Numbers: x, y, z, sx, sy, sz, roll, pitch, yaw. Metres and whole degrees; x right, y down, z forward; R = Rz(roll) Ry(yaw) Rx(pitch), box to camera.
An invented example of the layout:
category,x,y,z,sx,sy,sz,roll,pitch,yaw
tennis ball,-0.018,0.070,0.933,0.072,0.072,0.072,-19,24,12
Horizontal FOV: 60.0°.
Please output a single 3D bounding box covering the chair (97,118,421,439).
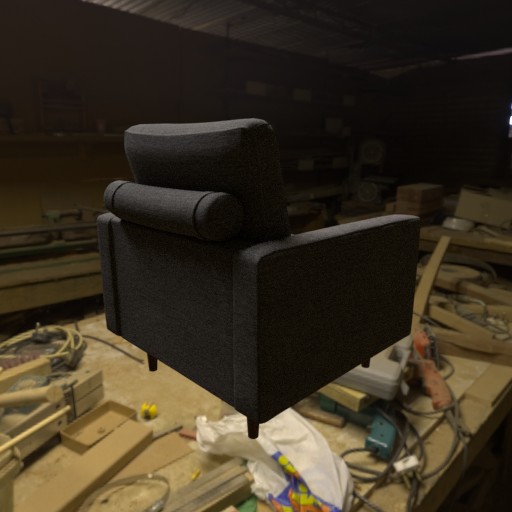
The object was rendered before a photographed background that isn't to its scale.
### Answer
category,x,y,z,sx,sy,sz,roll,pitch,yaw
chair,0.000,0.000,1.545,0.843,0.880,0.821,-14,20,-43
